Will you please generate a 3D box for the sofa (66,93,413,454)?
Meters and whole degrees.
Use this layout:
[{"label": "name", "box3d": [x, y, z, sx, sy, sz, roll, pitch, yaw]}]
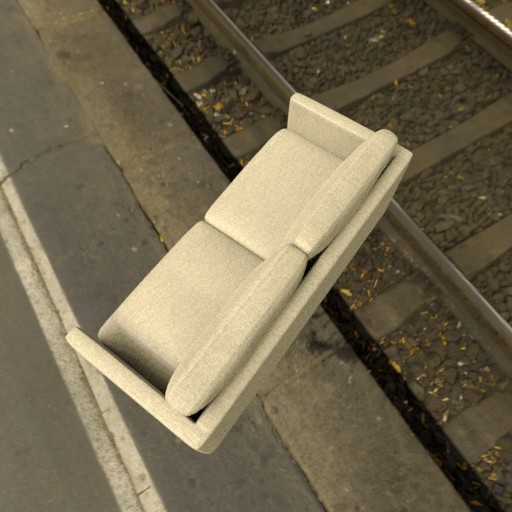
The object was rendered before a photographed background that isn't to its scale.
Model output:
[{"label": "sofa", "box3d": [0.000, 0.000, 2.835, 0.956, 0.960, 2.208, 34, 69, 15]}]
